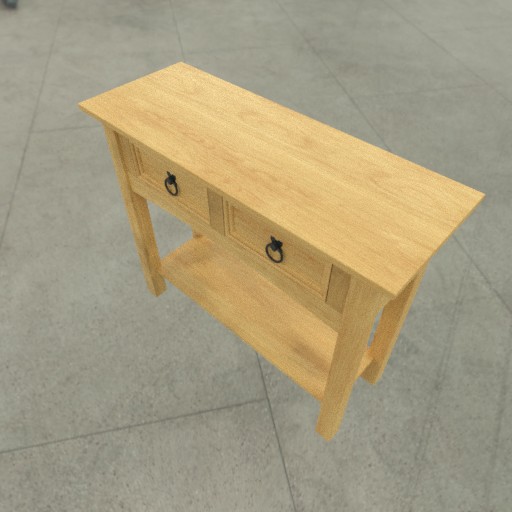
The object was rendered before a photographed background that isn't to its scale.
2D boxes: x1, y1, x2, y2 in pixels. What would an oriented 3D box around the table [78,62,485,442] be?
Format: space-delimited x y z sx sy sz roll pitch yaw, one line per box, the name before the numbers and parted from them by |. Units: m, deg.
table | 0.000 0.000 1.246 0.900 0.728 0.340 34 55 28
